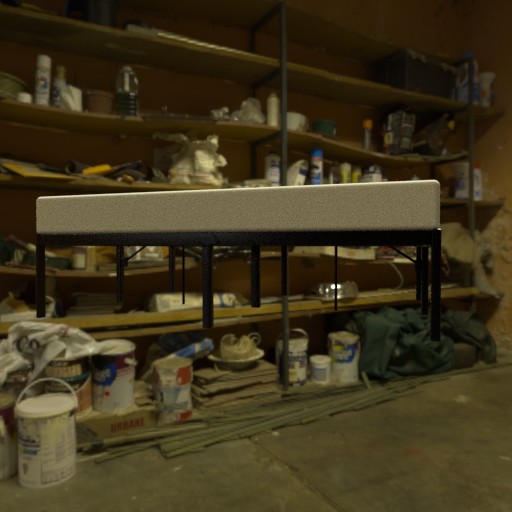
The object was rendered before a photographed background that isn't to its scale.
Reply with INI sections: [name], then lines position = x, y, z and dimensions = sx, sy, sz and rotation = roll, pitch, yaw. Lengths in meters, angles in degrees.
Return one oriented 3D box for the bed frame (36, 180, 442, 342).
[bed frame]
position = 0.000, 0.000, 2.832
dimensions = 2.072, 0.659, 1.557
rotation = 0, 1, 18
